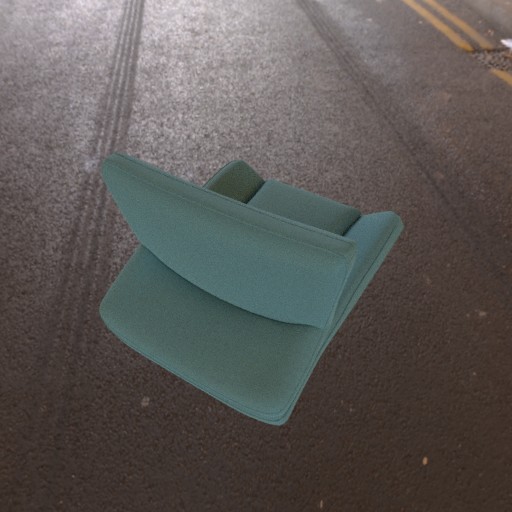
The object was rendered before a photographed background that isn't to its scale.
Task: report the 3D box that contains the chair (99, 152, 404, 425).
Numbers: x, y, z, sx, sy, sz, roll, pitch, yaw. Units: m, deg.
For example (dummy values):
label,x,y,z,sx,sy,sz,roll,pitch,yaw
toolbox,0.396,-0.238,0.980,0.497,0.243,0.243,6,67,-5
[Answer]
label,x,y,z,sx,sy,sz,roll,pitch,yaw
chair,0.000,0.000,1.683,0.859,0.855,1.008,23,50,22
